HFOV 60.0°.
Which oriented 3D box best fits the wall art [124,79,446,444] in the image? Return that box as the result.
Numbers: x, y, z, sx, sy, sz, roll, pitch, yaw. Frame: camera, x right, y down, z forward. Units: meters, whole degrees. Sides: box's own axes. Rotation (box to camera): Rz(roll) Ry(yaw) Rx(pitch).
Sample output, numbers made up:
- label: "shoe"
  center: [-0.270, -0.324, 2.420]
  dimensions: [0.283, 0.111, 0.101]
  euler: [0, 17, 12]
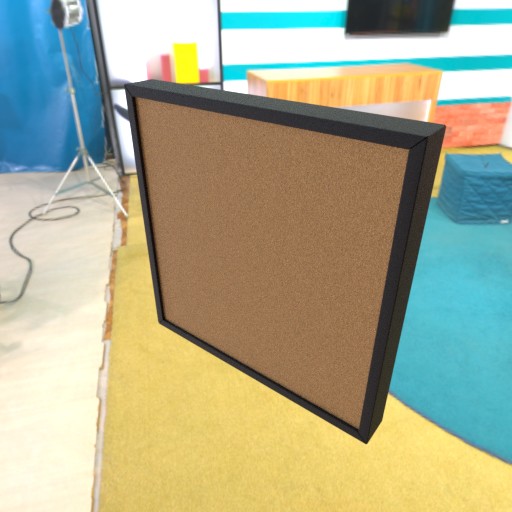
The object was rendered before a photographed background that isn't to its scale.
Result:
- label: "wall art"
  center: [0.000, 0.000, 0.451]
  dimensions: [0.305, 0.305, 0.037]
  euler: [22, 37, 32]
